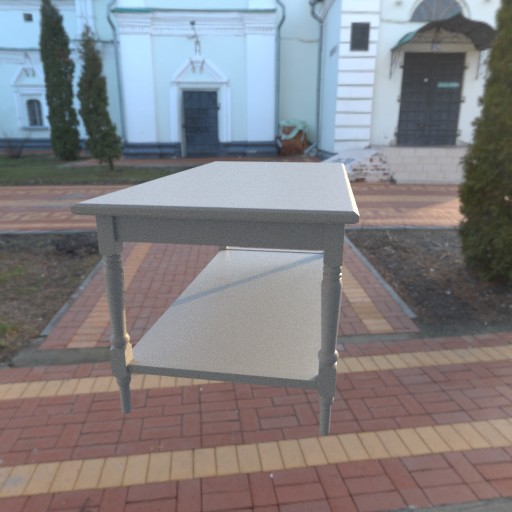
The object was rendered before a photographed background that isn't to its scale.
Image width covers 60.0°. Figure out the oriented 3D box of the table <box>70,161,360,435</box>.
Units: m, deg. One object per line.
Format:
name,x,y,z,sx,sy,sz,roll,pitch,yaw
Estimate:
table,0.000,0.000,1.414,0.551,0.506,1.109,3,17,9
